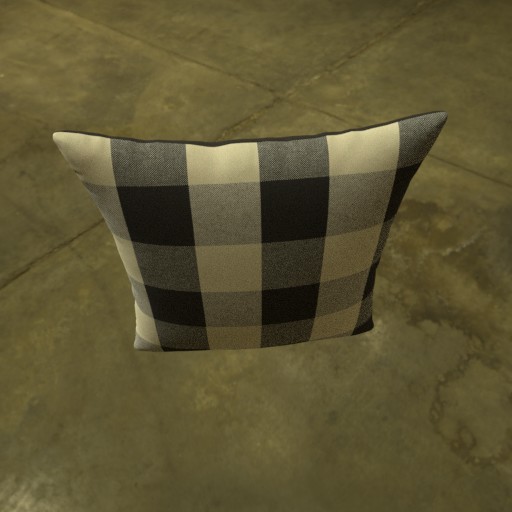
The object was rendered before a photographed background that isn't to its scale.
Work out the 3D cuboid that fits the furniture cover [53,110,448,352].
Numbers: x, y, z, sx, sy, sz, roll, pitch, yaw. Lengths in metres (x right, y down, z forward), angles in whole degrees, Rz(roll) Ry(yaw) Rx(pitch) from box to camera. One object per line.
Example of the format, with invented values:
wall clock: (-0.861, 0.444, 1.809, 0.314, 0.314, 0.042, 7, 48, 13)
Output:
furniture cover: (0.000, 0.000, 0.754, 0.511, 0.509, 0.161, -4, 48, -4)
